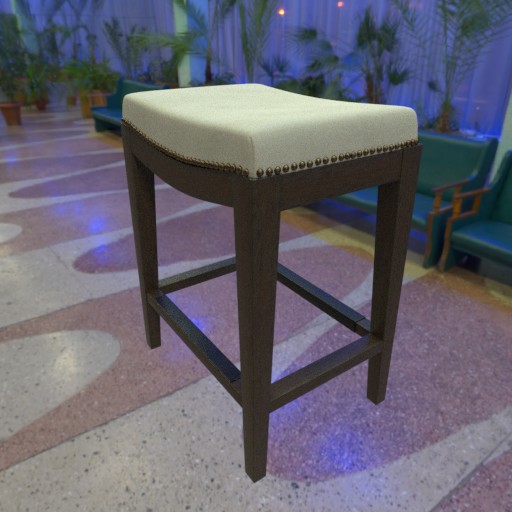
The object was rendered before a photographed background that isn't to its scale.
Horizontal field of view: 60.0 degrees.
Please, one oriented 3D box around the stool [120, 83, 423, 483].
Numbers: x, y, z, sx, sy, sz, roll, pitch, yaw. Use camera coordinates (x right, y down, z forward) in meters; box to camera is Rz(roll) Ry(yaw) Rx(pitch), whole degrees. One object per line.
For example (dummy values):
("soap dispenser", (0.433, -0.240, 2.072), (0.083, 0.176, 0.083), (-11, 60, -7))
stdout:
("stool", (0.000, 0.000, 0.948), (0.361, 0.642, 0.500), (-18, 32, -31))
